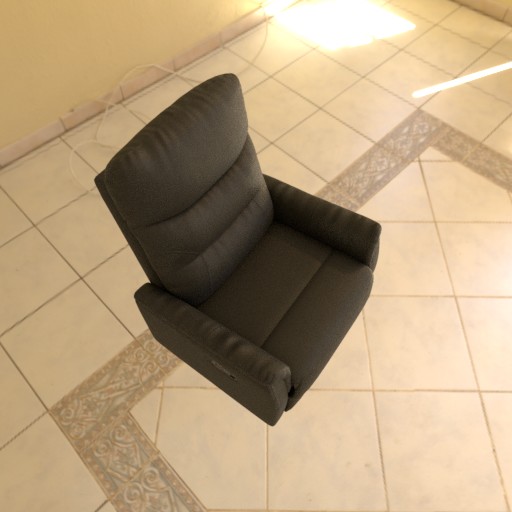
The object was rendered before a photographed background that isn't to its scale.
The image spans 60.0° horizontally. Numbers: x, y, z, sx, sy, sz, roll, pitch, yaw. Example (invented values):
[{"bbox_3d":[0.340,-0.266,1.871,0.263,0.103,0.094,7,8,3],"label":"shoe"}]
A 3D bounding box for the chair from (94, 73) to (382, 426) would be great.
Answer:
[{"bbox_3d":[0.000,0.000,1.658,0.831,1.082,0.775,32,63,18],"label":"chair"}]
